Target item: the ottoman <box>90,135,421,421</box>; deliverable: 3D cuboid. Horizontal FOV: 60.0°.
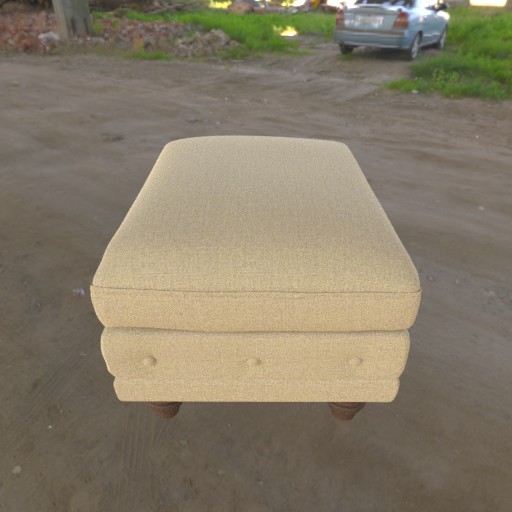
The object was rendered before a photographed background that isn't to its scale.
[{"bbox_3d":[0.000,0.000,1.045,0.541,0.463,0.684,0,32,1],"label":"ottoman"}]
